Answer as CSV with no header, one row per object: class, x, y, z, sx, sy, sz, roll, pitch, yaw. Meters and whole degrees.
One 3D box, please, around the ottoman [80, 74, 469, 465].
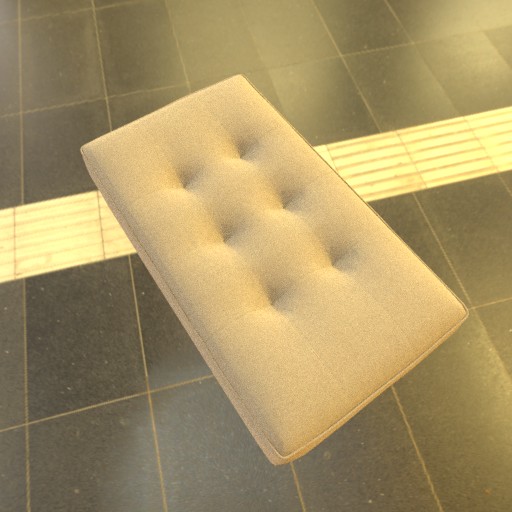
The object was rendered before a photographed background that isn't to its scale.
ottoman,0.000,0.000,1.469,0.648,0.508,1.143,-31,66,-15
